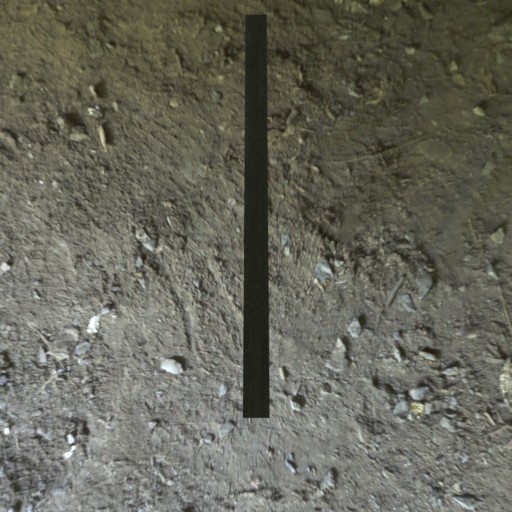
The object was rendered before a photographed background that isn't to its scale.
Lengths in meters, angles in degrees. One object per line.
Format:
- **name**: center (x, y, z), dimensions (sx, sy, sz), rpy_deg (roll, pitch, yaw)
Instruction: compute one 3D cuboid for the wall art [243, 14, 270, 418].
- **wall art**: center (0.000, 0.000, 0.779), dimensions (0.027, 0.580, 0.479), rpy_deg (0, 76, 0)
